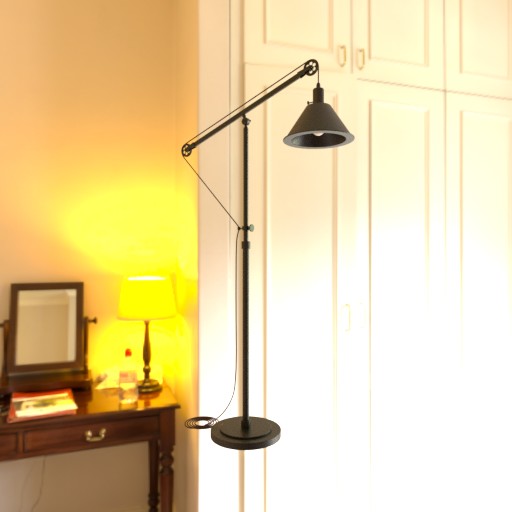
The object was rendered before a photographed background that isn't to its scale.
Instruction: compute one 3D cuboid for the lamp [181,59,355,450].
[{"bbox_3d":[0.000,0.000,1.982,0.904,1.626,0.319,0,0,34],"label":"lamp"}]
